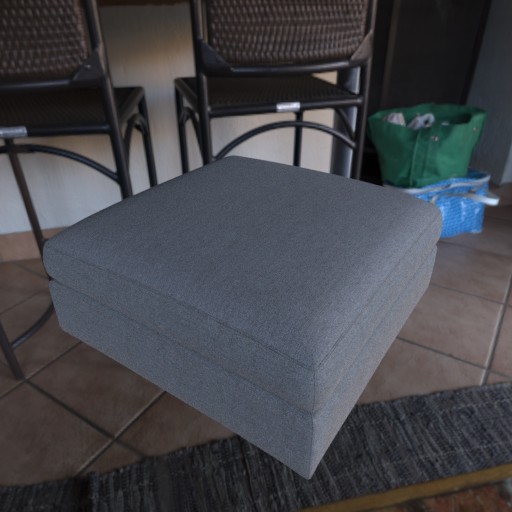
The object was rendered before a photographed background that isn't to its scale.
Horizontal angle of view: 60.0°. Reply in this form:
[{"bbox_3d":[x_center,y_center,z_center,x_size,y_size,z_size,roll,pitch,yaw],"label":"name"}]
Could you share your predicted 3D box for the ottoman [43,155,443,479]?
[{"bbox_3d":[0.000,0.000,1.594,1.041,0.470,1.041,19,35,29],"label":"ottoman"}]
